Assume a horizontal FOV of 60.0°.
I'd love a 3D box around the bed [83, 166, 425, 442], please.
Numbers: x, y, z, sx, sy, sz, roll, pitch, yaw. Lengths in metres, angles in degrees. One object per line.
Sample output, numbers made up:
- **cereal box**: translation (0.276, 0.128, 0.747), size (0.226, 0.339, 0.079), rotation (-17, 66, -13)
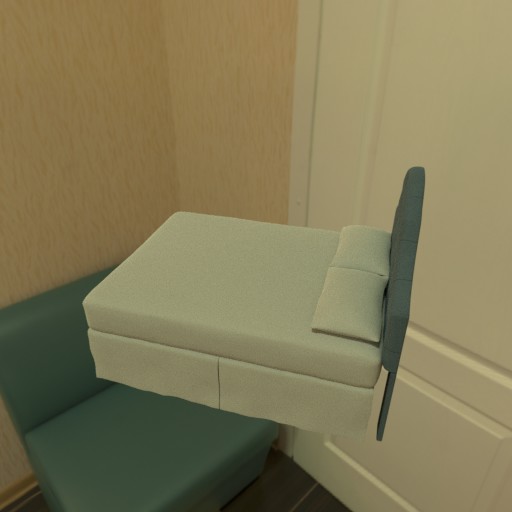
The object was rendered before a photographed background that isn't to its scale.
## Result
- **bed**: translation (0.000, 0.000, 3.365), size (2.155, 1.575, 1.636), rotation (9, 32, 14)
